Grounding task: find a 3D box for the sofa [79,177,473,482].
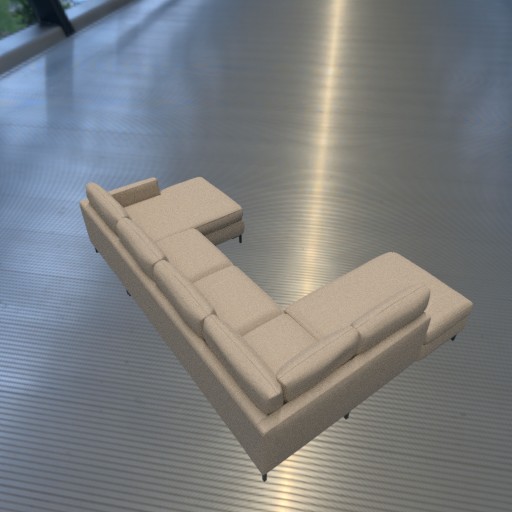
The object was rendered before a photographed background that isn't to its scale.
[{"bbox_3d":[0.000,0.000,3.568,1.879,0.756,2.737,-25,45,-27],"label":"sofa"}]
